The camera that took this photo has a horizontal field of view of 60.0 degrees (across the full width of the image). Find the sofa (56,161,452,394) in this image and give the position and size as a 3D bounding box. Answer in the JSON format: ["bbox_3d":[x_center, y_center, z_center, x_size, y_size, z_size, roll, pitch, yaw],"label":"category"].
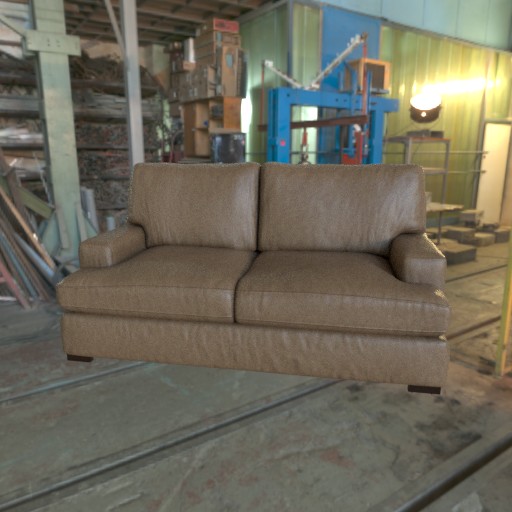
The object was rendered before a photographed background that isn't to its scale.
[{"bbox_3d":[0.000,0.000,2.383,1.855,0.980,0.962,2,13,10],"label":"sofa"}]
